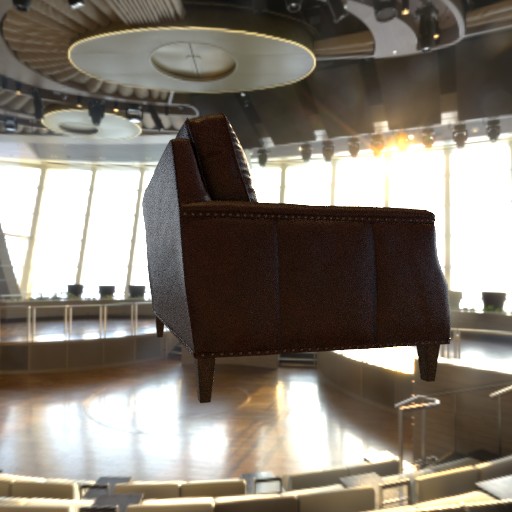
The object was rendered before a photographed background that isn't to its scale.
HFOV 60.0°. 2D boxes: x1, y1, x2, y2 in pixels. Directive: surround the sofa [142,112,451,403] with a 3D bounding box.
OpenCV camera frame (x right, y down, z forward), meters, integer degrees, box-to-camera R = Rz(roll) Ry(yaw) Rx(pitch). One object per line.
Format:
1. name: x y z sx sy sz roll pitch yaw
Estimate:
1. sofa: 0.000 0.000 2.283 1.083 1.003 1.628 1 -2 -18
